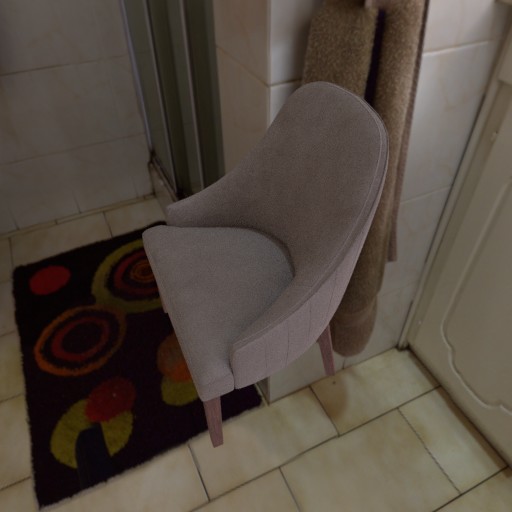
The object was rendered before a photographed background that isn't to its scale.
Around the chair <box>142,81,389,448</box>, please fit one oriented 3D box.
[{"bbox_3d":[0.000,0.000,1.321,0.575,0.889,0.643,-17,46,-17],"label":"chair"}]
